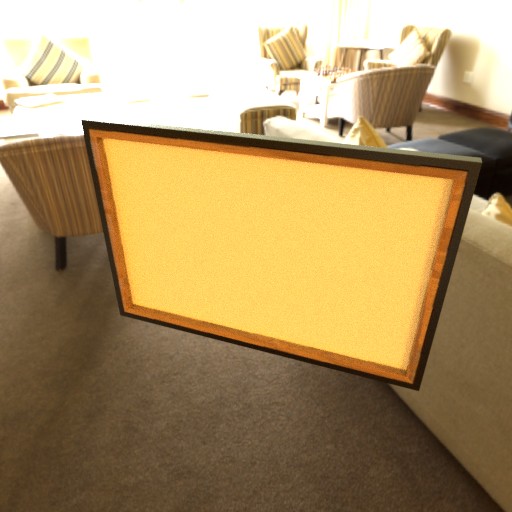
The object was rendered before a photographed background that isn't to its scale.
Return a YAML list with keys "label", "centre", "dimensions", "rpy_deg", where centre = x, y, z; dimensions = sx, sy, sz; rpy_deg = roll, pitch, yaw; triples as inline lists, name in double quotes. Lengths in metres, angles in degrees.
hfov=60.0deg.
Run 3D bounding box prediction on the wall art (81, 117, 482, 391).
- label: "wall art"
  centre: [0.000, 0.000, 0.820]
  dimensions: [0.659, 0.446, 0.022]
  rpy_deg: [11, 33, 17]
